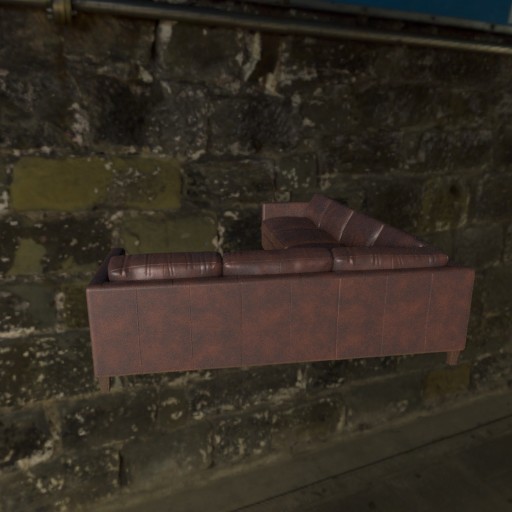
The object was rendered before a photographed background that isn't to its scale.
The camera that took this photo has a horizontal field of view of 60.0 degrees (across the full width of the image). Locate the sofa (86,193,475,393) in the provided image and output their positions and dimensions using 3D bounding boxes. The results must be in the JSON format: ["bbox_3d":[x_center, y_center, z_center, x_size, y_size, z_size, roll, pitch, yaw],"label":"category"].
[{"bbox_3d":[0.000,0.000,4.262,2.438,0.836,3.152,-2,15,-8],"label":"sofa"}]
